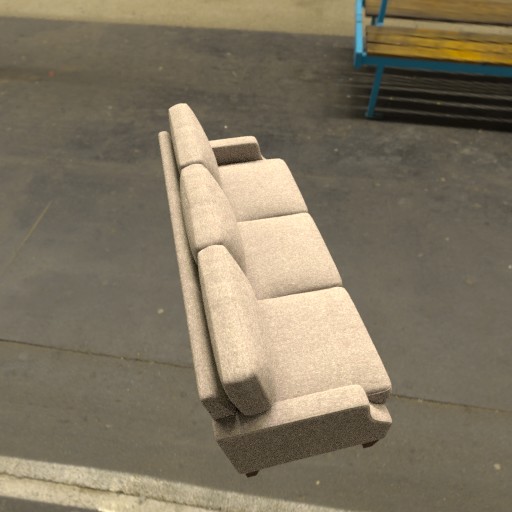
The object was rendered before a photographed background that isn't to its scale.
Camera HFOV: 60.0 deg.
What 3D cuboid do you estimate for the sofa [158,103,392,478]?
[{"bbox_3d":[0.000,0.000,2.589,0.888,0.984,2.115,-10,48,-9],"label":"sofa"}]
